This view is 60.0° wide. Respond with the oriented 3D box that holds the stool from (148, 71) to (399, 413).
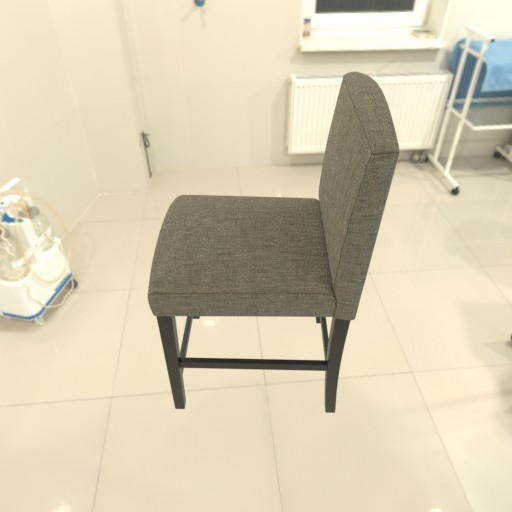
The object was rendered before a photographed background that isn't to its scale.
[{"bbox_3d":[0.000,0.000,1.278,0.552,0.966,0.451,1,40,1],"label":"stool"}]
